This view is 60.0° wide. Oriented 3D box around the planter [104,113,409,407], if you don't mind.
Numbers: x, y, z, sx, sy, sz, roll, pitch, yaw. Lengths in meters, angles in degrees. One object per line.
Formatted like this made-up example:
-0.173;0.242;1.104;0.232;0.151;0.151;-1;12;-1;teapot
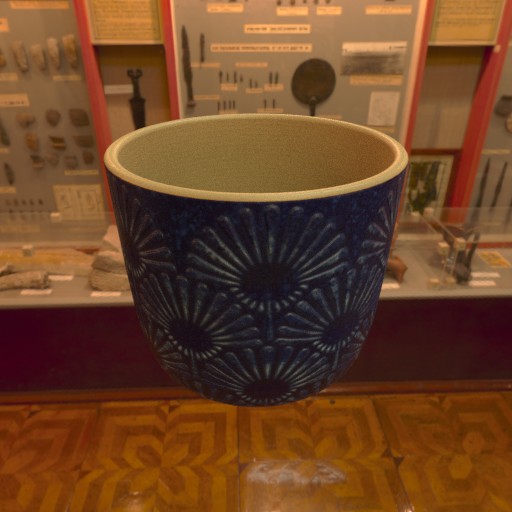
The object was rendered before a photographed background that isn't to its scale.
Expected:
0.000;0.000;0.214;0.124;0.109;0.124;0;29;0;planter
